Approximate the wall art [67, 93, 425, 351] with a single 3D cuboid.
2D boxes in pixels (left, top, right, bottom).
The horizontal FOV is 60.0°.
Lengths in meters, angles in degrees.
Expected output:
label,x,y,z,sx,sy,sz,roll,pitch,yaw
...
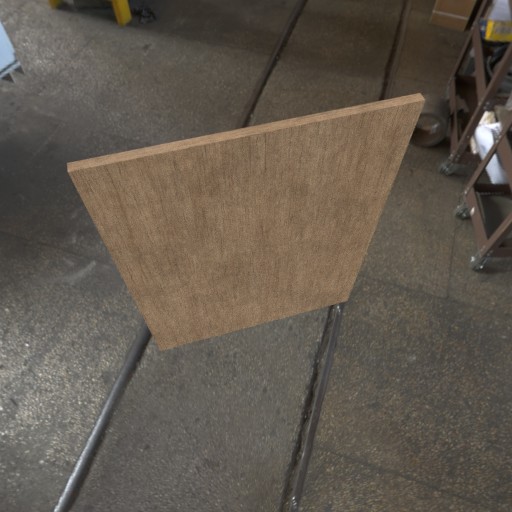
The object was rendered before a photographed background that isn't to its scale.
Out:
label,x,y,z,sx,sy,sz,roll,pitch,yaw
wall art,0.000,0.000,0.932,0.534,0.686,0.018,-14,59,-8
